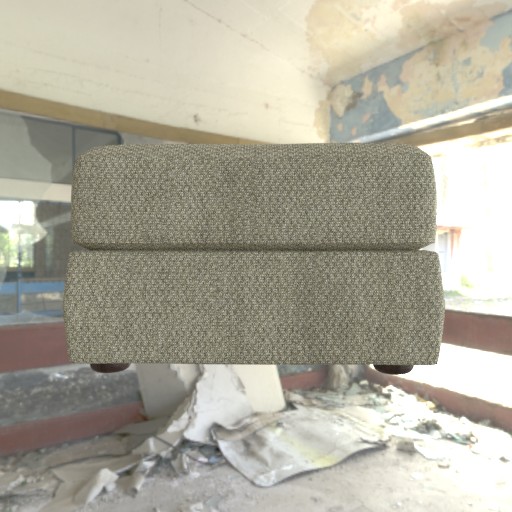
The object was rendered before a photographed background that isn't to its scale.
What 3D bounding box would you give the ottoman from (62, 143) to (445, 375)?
[{"bbox_3d":[0.000,0.000,1.131,0.751,0.476,0.603,0,0,1],"label":"ottoman"}]
